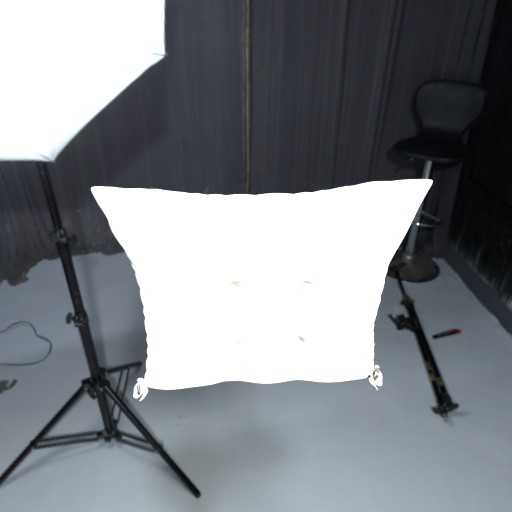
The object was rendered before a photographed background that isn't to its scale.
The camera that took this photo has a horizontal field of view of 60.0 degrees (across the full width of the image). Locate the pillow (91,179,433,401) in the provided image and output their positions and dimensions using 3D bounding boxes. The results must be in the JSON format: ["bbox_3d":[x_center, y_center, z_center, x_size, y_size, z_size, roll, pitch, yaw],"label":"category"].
[{"bbox_3d":[0.000,0.000,0.992,0.541,0.536,0.585,-2,31,-3],"label":"pillow"}]
